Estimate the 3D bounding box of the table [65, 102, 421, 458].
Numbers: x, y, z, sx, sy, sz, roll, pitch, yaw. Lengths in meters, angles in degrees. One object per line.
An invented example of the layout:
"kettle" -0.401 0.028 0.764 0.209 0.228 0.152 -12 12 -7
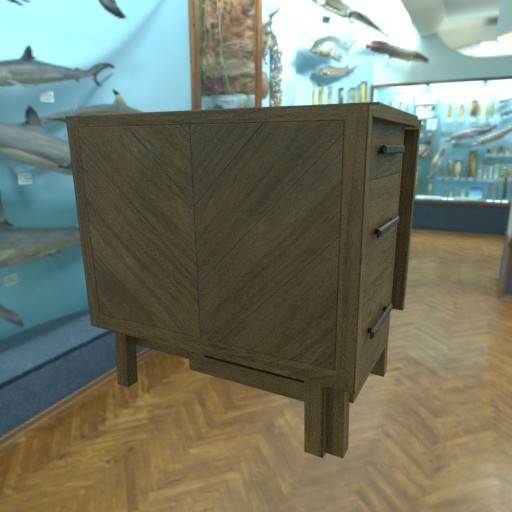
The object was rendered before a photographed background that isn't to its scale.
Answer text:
"table" 0.000 0.000 1.260 0.746 0.763 0.591 7 16 27
